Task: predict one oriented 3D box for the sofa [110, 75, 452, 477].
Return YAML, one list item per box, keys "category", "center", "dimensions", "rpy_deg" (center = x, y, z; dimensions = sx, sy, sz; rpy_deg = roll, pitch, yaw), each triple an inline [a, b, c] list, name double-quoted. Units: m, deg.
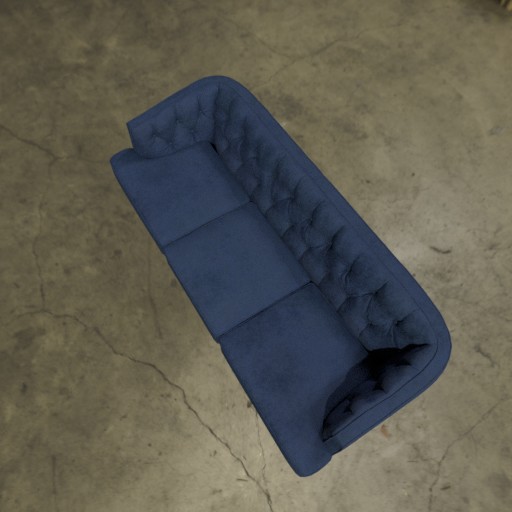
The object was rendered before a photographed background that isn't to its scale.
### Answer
- category: "sofa"
  center: [0.000, 0.000, 2.648]
  dimensions: [0.941, 0.855, 2.278]
  rpy_deg: [-29, 66, -14]
